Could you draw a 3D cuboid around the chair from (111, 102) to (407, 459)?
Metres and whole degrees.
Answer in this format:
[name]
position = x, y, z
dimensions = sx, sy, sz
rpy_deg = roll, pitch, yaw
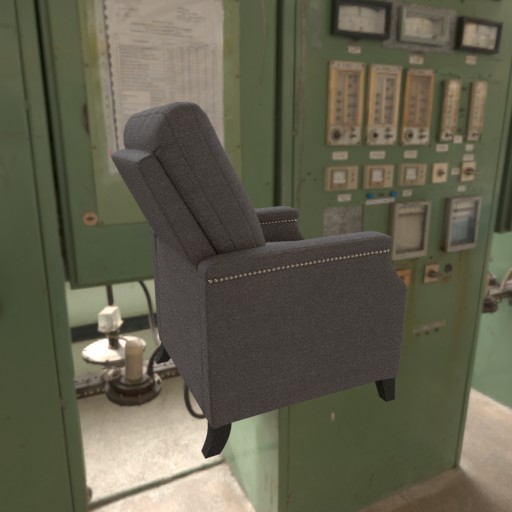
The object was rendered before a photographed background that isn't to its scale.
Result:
[chair]
position = 0.000, 0.000, 1.659
dimensions = 0.922, 1.049, 0.710
rpy_deg = -7, 17, -24
